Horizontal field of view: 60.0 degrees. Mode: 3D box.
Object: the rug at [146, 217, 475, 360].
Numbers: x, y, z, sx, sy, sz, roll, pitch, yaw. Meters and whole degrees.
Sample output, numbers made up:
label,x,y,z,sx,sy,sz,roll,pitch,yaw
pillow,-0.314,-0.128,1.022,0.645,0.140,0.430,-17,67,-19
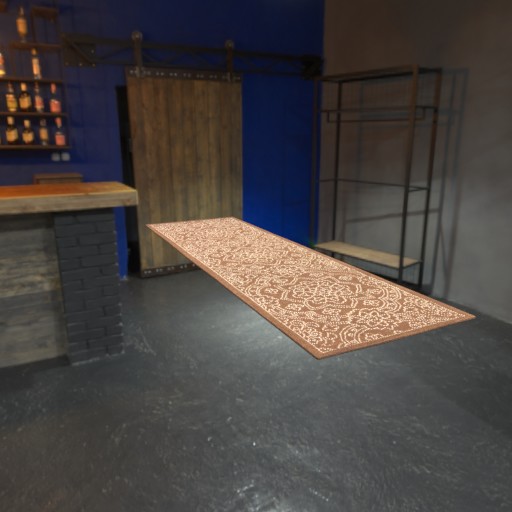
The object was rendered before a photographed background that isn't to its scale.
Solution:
label,x,y,z,sx,sy,sz,roll,pitch,yaw
rug,0.000,0.000,2.669,0.769,0.012,2.448,-8,17,-25
